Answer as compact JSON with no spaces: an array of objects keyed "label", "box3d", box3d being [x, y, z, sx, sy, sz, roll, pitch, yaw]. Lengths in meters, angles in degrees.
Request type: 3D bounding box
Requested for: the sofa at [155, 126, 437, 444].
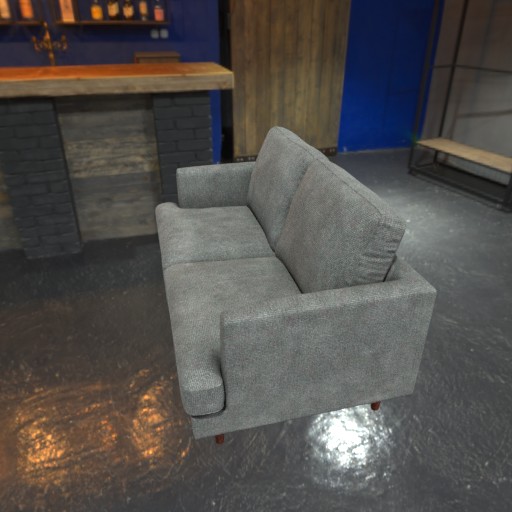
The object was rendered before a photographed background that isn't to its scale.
[{"label":"sofa","box3d":[0.000,0.000,2.171,0.903,0.956,1.582,-7,30,-12]}]
